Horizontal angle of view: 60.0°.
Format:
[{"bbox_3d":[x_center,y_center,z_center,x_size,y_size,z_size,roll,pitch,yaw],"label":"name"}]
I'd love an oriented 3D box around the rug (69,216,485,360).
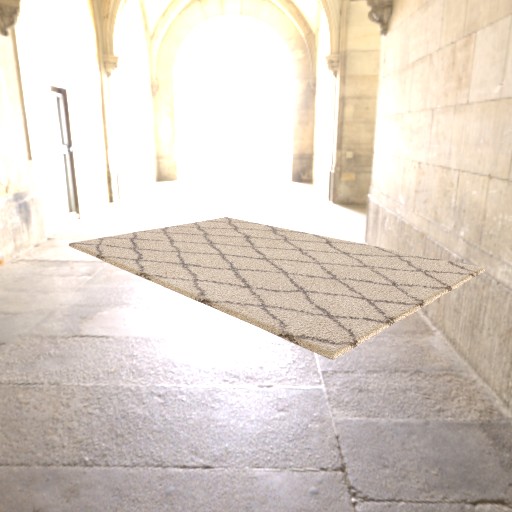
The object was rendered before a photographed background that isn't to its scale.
[{"bbox_3d":[0.000,0.000,3.416,1.778,0.030,2.743,-15,22,-42],"label":"rug"}]
